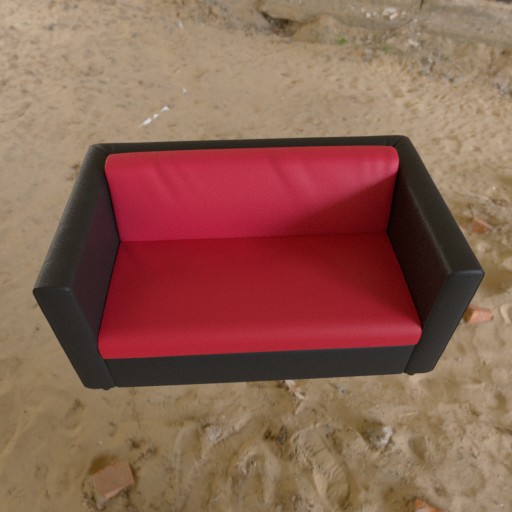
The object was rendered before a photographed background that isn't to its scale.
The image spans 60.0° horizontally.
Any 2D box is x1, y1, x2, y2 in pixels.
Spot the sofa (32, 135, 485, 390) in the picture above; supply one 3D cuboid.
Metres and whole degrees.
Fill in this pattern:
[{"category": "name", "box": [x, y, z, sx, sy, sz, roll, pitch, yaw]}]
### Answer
[{"category": "sofa", "box": [0.000, 0.000, 1.864, 1.410, 0.735, 0.845, -2, 45, -2]}]
